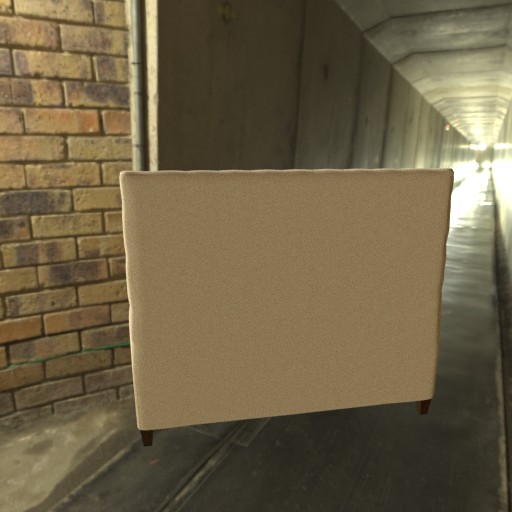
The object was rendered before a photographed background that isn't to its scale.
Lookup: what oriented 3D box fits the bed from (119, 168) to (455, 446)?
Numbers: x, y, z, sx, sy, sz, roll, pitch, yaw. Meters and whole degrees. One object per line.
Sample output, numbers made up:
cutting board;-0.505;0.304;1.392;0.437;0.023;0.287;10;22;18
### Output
bed;0.000;0.000;3.418;1.698;1.427;2.387;-3;14;-10
